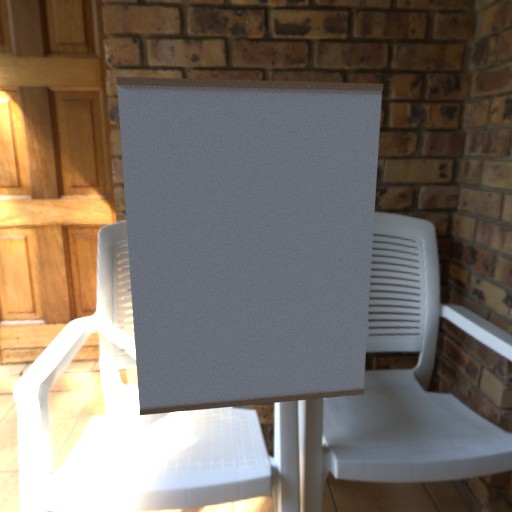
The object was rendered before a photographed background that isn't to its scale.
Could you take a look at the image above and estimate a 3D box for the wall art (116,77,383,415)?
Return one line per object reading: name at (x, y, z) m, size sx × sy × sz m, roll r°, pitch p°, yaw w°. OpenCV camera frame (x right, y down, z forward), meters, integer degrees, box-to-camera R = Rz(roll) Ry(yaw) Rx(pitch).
wall art at (0.000, 0.000, 1.369) m, size 0.758 × 1.016 × 0.013 m, roll -2°, pitch 14°, yaw -9°
